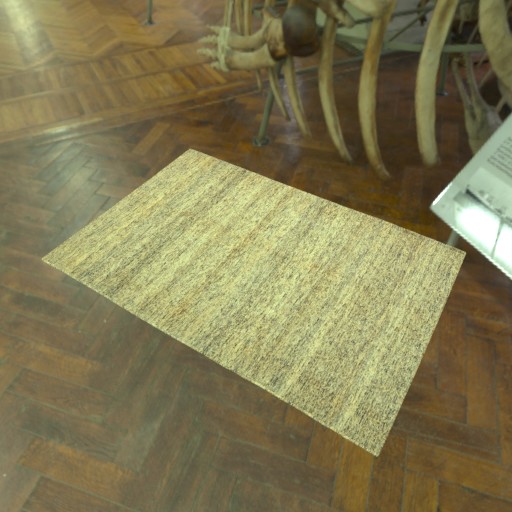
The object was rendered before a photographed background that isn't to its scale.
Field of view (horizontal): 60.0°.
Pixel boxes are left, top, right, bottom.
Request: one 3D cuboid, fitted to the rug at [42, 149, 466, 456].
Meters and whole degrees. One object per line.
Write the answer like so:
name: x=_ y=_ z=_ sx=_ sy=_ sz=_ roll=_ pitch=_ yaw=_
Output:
rug: x=0.000 y=0.000 z=2.312 sx=1.846 sy=0.014 sz=1.243 roll=25 pitch=51 yaw=22
